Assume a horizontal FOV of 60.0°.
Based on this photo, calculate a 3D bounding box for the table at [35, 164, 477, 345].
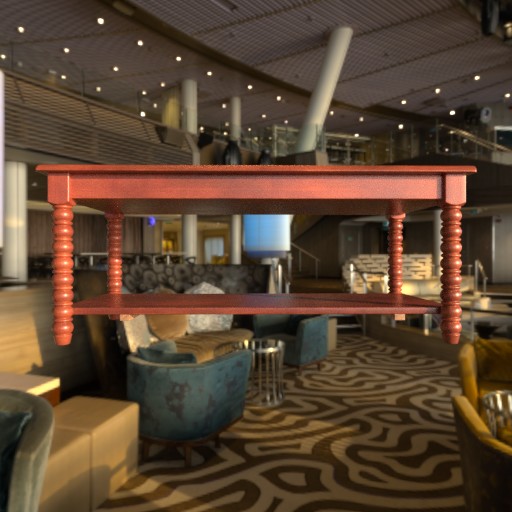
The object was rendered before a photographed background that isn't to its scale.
[{"bbox_3d":[0.000,0.000,1.456,1.171,0.485,0.580,0,0,-1],"label":"table"}]
